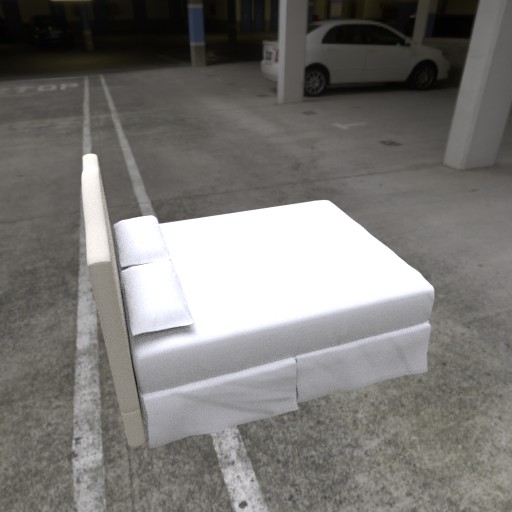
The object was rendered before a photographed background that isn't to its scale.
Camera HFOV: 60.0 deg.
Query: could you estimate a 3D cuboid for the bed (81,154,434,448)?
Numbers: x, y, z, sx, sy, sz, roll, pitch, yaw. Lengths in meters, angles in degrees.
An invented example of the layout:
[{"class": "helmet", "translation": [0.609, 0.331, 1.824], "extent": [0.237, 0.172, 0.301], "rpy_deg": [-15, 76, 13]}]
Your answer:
[{"class": "bed", "translation": [0.000, 0.000, 3.304], "extent": [2.196, 1.449, 1.741], "rpy_deg": [-10, 32, -16]}]
